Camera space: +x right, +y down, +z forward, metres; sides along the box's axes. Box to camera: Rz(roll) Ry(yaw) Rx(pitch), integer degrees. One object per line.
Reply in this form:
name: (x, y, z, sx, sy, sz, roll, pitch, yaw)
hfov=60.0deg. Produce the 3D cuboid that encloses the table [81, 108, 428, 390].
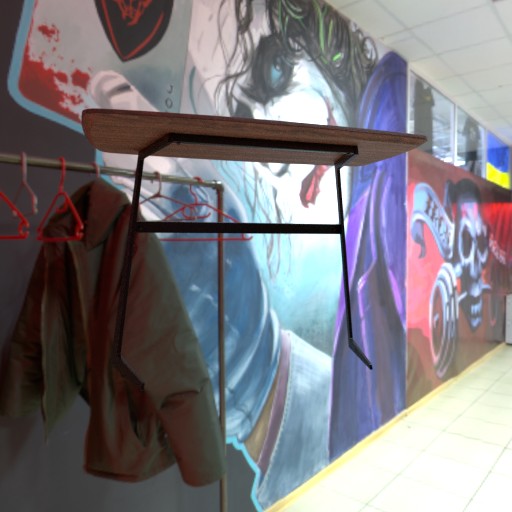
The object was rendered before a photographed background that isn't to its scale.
table: (0.000, 0.000, 1.110, 0.804, 0.576, 0.361, 0, 1, -16)
